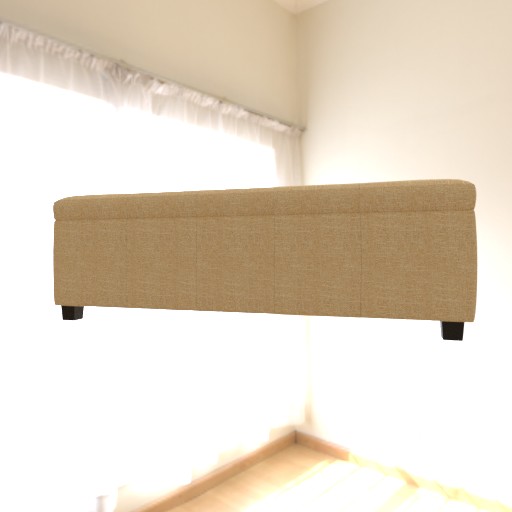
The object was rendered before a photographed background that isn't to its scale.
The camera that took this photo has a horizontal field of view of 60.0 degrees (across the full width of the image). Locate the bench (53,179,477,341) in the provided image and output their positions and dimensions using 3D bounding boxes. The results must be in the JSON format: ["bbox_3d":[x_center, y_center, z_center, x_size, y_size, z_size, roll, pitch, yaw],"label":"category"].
[{"bbox_3d":[0.000,0.000,1.420,1.219,0.406,0.432,0,0,17],"label":"bench"}]
